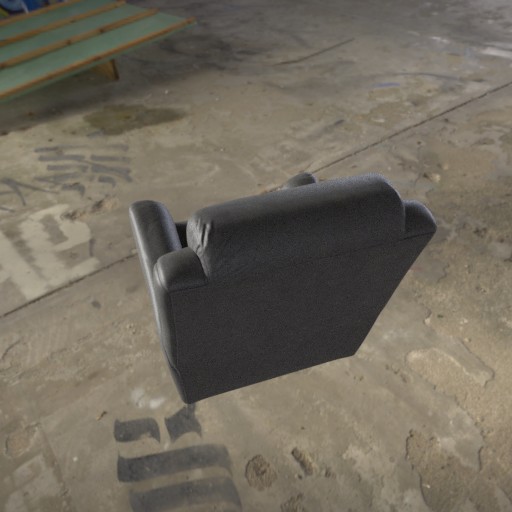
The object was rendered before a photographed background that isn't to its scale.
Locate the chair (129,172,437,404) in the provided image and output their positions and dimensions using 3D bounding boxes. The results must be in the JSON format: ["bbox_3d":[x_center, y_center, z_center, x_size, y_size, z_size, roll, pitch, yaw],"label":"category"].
[{"bbox_3d":[0.000,0.000,1.910,0.967,1.116,1.068,-13,43,-14],"label":"chair"}]
